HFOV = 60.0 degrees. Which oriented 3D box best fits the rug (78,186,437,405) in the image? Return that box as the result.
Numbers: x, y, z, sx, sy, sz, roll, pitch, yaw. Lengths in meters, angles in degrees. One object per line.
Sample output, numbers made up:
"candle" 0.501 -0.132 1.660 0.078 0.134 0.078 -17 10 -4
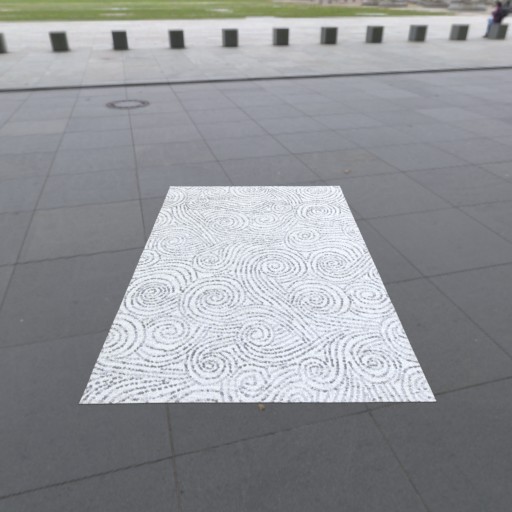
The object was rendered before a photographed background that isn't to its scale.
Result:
"rug" 0.000 0.000 2.926 1.524 0.005 2.439 0 31 0
